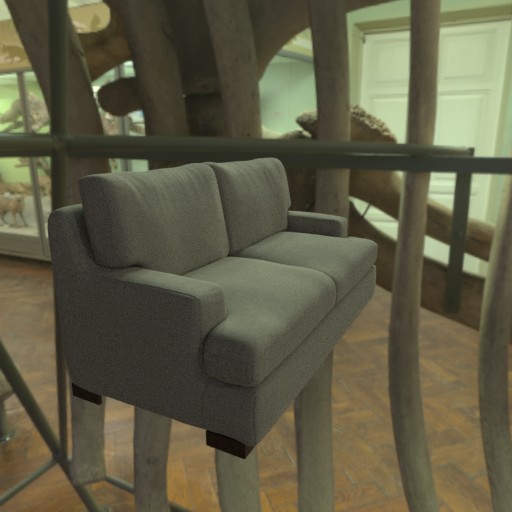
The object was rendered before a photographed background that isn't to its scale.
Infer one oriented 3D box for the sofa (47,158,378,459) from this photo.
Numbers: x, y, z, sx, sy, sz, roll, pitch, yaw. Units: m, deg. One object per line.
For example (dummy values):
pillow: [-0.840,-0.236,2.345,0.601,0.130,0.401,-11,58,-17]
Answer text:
sofa: [0.000,0.000,2.408,0.962,0.980,1.855,8,17,27]
